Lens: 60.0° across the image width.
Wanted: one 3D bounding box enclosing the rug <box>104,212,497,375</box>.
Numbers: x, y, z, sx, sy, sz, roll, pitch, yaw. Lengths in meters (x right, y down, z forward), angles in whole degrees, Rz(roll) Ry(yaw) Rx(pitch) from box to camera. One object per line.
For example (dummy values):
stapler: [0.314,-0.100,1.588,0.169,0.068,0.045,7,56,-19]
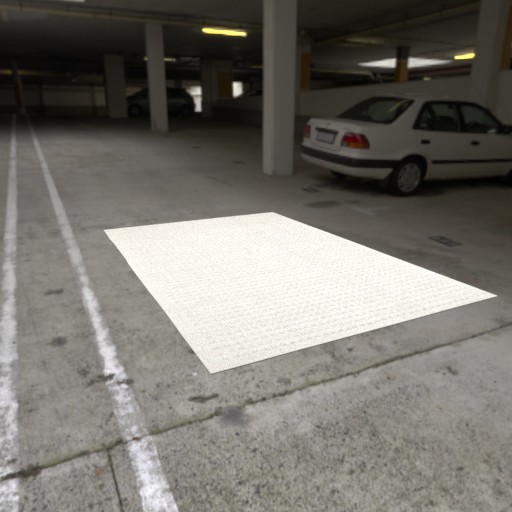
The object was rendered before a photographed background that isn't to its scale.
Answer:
rug: [0.000,0.000,2.830,1.523,0.006,2.289,-9,19,-26]
